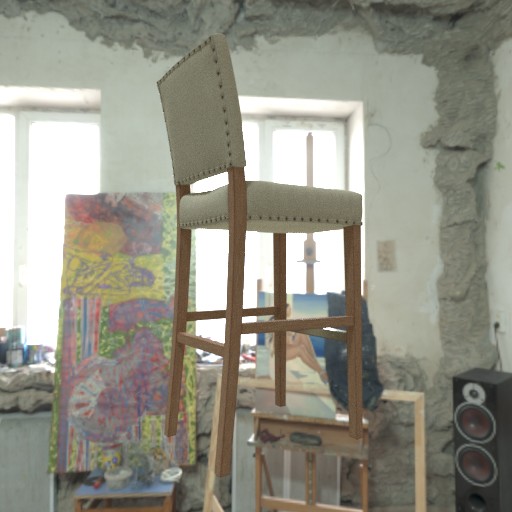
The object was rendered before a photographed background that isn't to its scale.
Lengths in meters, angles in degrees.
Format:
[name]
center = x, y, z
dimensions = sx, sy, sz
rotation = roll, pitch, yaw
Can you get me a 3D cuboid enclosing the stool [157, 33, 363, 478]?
[stool]
center = 0.000, 0.000, 1.422
dimensions = 0.546, 1.143, 0.428
rotation = 1, -1, -35
